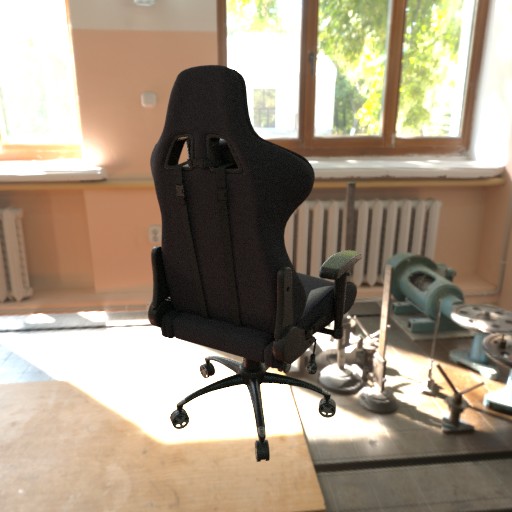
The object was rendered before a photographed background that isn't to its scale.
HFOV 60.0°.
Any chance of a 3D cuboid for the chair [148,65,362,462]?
[{"bbox_3d":[0.000,0.000,1.713,0.730,1.300,0.695,9,19,28],"label":"chair"}]
